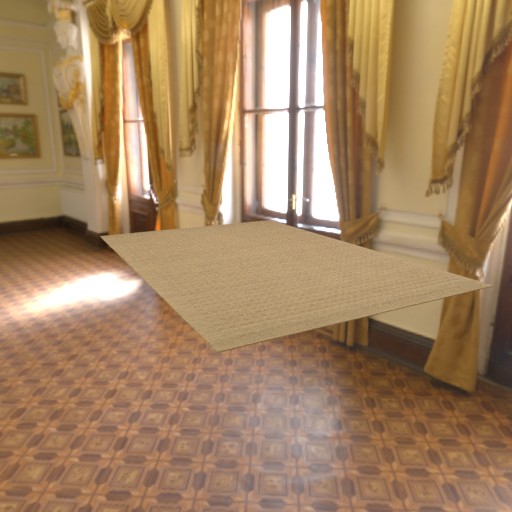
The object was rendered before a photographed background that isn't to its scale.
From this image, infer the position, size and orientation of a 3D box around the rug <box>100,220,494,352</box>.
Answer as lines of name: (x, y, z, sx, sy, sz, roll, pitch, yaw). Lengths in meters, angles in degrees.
rug: (0.000, 0.000, 3.682, 1.981, 0.006, 2.895, -8, 16, -28)
